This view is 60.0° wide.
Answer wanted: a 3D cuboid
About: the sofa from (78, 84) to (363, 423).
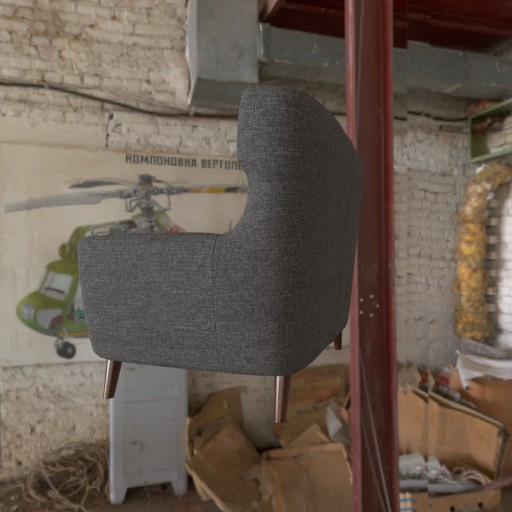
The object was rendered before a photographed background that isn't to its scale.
[{"bbox_3d":[0.000,0.000,1.997,0.874,1.028,1.358,0,1,20],"label":"sofa"}]
